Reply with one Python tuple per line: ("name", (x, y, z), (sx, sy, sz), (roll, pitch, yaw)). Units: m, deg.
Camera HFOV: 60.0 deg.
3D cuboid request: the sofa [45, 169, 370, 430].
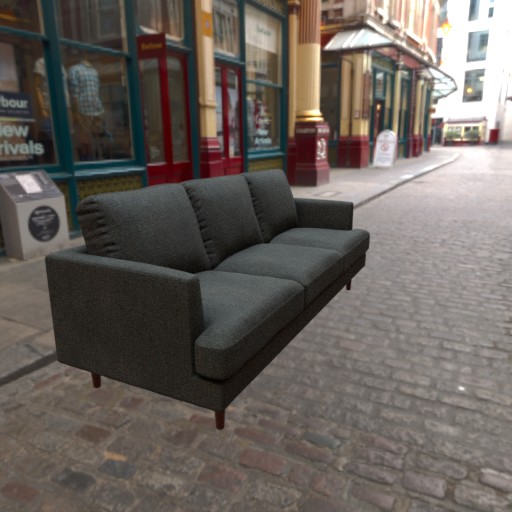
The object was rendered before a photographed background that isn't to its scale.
("sofa", (0.000, 0.000, 2.691), (0.903, 0.930, 2.246), (7, 16, 26))
